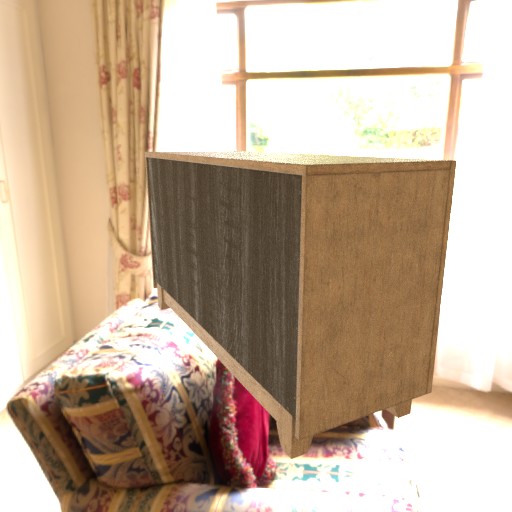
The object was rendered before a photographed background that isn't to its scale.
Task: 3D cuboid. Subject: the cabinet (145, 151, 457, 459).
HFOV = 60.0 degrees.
[{"bbox_3d":[0.000,0.000,1.851,0.511,0.825,1.460,-8,16,-27],"label":"cabinet"}]
